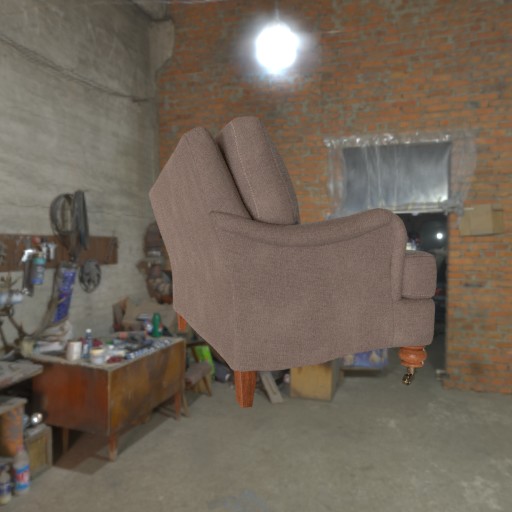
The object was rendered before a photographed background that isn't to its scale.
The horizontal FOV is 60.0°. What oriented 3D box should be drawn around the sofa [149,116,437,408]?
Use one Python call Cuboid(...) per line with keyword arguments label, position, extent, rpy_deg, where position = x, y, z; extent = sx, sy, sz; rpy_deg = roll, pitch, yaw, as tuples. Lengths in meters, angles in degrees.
Cuboid(label="sofa", position=(0.000, 0.000, 2.554), extent=(1.084, 1.101, 1.853), rpy_deg=(0, 1, -18))
